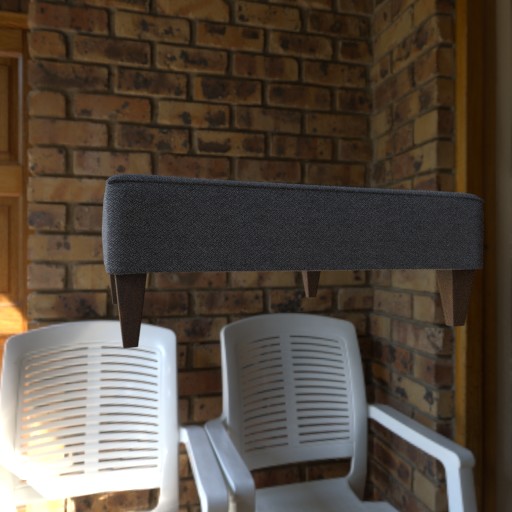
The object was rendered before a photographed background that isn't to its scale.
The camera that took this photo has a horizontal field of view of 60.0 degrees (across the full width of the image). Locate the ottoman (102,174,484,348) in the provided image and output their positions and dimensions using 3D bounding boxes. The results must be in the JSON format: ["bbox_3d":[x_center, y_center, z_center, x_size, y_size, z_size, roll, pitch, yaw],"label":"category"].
[{"bbox_3d":[0.000,0.000,1.478,0.970,0.378,0.981,0,0,-19],"label":"ottoman"}]
